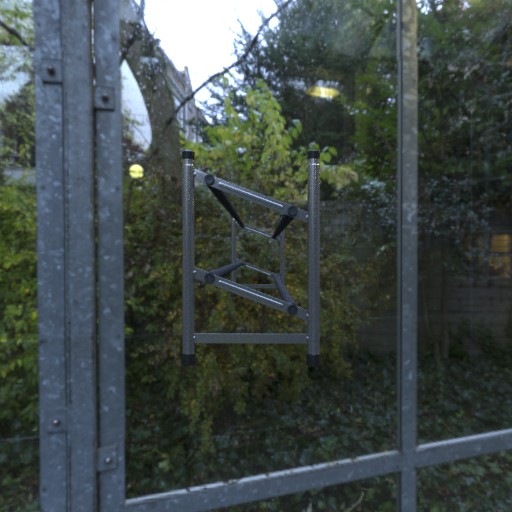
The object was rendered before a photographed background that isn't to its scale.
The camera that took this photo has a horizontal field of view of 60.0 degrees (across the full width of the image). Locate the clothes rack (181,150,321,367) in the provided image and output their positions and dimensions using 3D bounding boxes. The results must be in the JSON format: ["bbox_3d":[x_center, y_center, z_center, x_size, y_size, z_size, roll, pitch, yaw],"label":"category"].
[{"bbox_3d":[0.000,0.000,1.296,0.229,0.349,1.168,0,0,1],"label":"clothes rack"}]
